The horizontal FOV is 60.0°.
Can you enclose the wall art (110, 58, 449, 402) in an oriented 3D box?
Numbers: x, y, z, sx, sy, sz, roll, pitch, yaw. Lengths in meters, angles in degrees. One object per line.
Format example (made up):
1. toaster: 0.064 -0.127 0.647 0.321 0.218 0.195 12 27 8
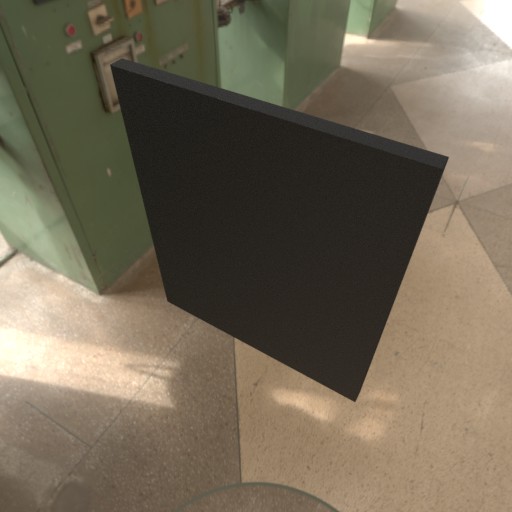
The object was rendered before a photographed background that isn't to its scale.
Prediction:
1. wall art: 0.000 0.000 0.686 0.428 0.505 0.023 24 52 21
